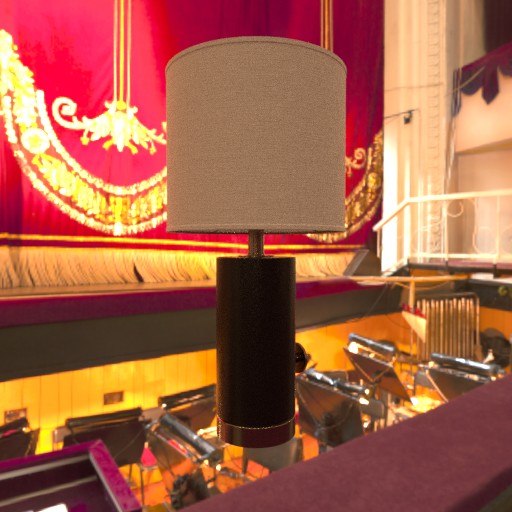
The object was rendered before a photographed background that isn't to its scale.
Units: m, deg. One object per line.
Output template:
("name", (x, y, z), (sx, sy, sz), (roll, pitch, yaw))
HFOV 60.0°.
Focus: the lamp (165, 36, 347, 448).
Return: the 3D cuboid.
("lamp", (0.000, 0.000, 0.606), (0.240, 0.482, 0.241), (-1, 2, -35))
